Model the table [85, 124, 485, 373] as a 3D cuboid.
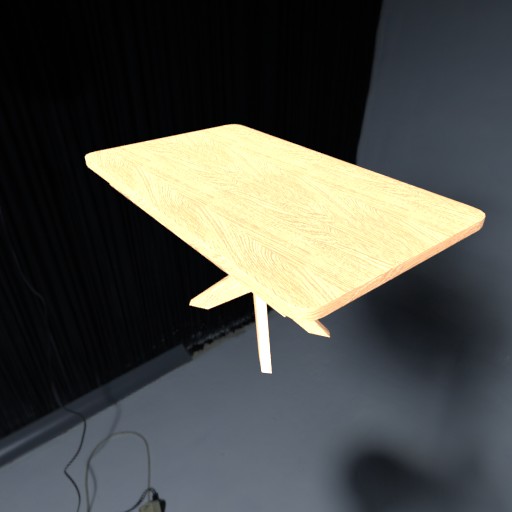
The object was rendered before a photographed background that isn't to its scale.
[{"bbox_3d":[0.000,0.000,2.112,0.950,0.770,1.600,-22,38,-32],"label":"table"}]
